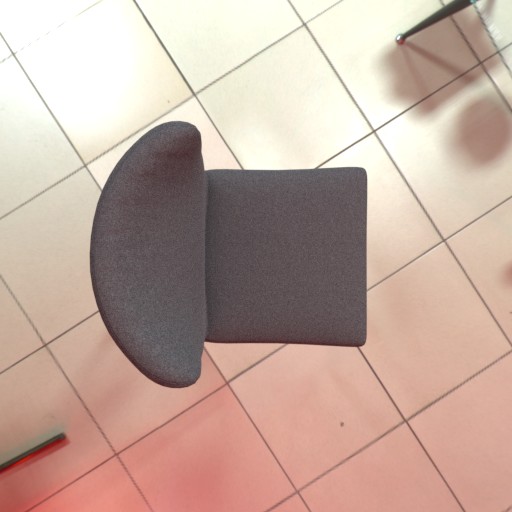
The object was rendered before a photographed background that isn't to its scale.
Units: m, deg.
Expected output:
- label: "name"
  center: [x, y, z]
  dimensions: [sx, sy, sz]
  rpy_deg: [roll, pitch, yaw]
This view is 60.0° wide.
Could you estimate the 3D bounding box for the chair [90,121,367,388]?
- label: "chair"
  center: [0.000, 0.000, 1.177]
  dimensions: [0.592, 0.839, 0.491]
  rpy_deg: [0, 90, -1]
